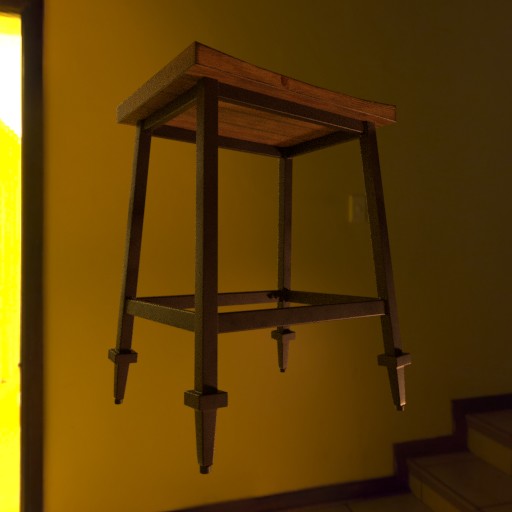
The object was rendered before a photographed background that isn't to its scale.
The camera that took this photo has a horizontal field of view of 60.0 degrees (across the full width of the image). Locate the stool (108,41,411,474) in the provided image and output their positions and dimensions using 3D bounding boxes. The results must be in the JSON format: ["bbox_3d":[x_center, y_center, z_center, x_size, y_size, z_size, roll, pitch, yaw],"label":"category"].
[{"bbox_3d":[0.000,0.000,0.922,0.486,0.625,0.405,0,-1,-36],"label":"stool"}]
